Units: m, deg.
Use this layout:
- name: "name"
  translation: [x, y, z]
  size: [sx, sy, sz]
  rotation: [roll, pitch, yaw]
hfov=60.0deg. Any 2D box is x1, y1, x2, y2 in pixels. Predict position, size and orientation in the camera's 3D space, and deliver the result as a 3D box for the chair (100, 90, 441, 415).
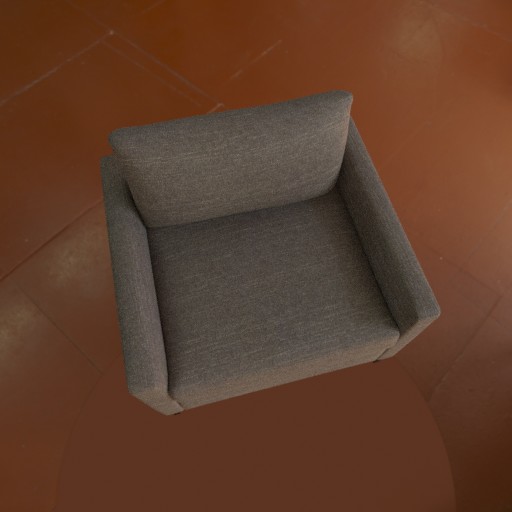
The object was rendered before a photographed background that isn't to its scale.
- name: "chair"
  translation: [0.000, 0.000, 1.568]
  size: [0.940, 0.841, 0.845]
  rotation: [-13, 64, -6]
